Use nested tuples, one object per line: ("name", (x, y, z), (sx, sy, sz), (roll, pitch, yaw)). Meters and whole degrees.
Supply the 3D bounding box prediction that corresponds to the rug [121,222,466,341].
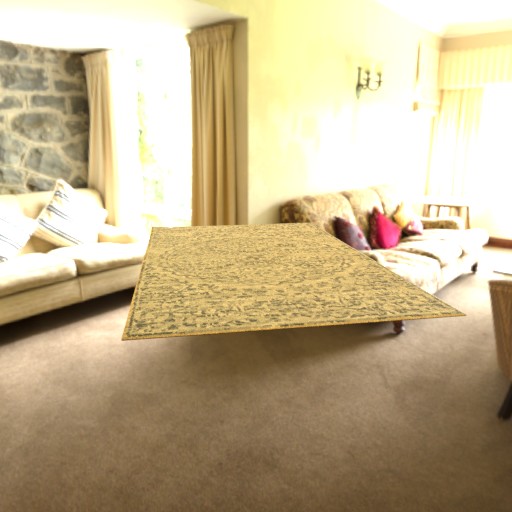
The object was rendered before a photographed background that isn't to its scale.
("rug", (0.000, 0.000, 3.066), (1.527, 0.021, 2.447), (-2, 15, -10))
